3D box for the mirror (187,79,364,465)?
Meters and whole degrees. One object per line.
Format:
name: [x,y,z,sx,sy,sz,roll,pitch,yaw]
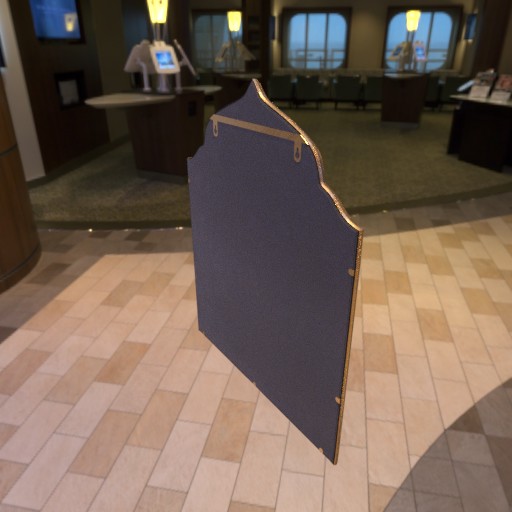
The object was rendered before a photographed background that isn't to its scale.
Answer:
mirror: [0.000,0.000,0.854,0.018,0.635,0.513,-17,31,-31]
